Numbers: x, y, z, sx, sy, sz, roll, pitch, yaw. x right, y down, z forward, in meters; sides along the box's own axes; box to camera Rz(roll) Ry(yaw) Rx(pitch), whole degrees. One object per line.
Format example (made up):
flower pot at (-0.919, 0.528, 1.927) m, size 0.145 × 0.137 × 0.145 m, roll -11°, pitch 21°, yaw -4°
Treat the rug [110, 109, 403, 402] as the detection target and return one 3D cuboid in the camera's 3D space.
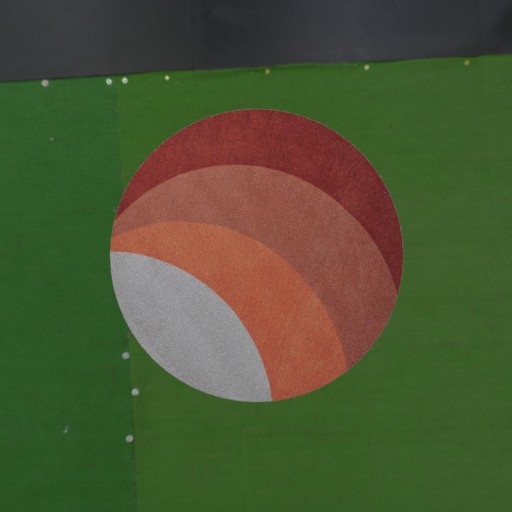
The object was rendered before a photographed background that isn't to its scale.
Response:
rug at (0.000, 0.000, 2.289) m, size 1.514 × 0.015 × 1.514 m, roll 0°, pitch 91°, yaw 1°
